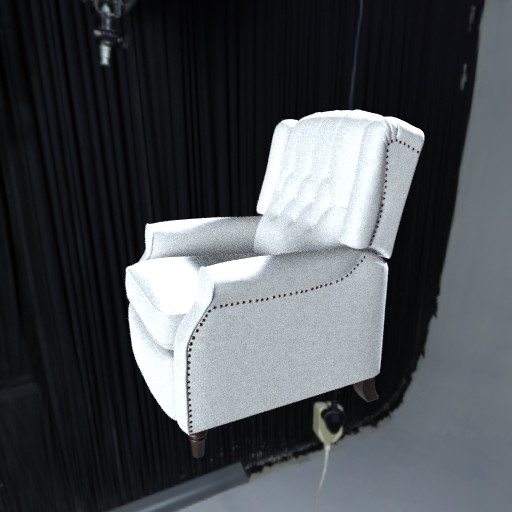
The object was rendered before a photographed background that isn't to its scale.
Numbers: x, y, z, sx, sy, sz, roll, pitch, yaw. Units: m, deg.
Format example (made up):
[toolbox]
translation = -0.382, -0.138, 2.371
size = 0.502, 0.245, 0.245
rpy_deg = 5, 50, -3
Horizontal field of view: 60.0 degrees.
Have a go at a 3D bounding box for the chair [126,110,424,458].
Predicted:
[chair]
translation = 0.000, 0.000, 1.642
size = 0.902, 1.035, 0.742
rpy_deg = -8, 18, -26
